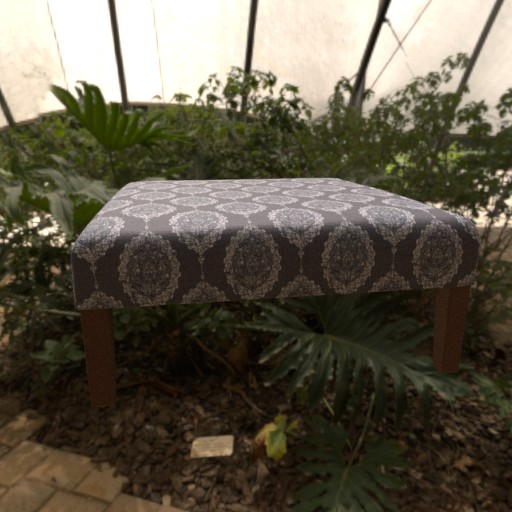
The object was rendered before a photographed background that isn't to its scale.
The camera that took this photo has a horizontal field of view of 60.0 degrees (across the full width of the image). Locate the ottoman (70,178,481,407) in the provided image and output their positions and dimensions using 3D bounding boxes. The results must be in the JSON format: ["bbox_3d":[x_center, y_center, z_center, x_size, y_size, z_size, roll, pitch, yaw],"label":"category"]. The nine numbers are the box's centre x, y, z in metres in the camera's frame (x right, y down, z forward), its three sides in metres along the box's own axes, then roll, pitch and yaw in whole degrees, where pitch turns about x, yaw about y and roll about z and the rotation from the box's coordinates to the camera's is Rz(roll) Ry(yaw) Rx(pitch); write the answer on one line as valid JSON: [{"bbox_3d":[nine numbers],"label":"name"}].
[{"bbox_3d":[0.000,0.000,1.383,0.889,0.409,0.890,-3,16,-9],"label":"ottoman"}]
